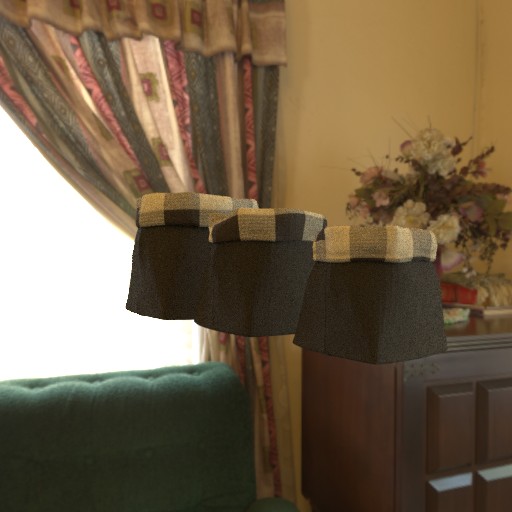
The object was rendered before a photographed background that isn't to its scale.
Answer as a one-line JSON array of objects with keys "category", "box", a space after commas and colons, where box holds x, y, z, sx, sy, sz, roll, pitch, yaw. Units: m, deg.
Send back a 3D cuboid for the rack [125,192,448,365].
[{"category": "rack", "box": [0.000, 0.000, 1.046, 0.370, 0.329, 0.889, 0, -1, -36]}]
